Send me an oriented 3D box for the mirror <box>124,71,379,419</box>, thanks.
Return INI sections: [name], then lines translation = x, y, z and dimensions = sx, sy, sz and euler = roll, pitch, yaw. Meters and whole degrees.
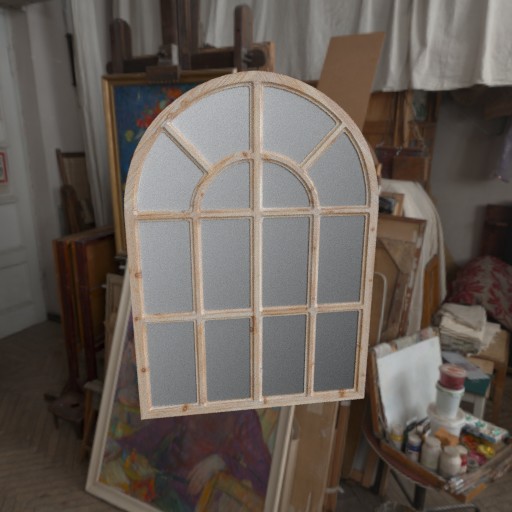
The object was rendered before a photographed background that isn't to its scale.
[mirror]
translation = 0.000, 0.000, 1.189
dimensions = 0.660, 0.920, 0.032
euler = -2, 16, -9
